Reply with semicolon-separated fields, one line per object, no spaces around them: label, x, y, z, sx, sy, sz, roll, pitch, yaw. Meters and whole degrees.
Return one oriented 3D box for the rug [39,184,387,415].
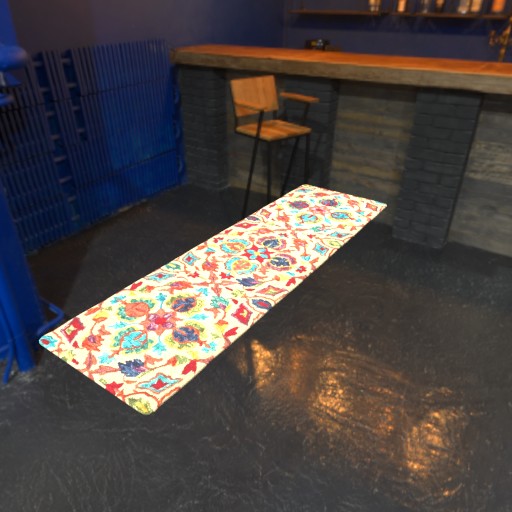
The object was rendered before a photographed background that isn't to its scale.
rug;0.000;0.000;2.523;0.693;0.016;2.273;20;35;30
